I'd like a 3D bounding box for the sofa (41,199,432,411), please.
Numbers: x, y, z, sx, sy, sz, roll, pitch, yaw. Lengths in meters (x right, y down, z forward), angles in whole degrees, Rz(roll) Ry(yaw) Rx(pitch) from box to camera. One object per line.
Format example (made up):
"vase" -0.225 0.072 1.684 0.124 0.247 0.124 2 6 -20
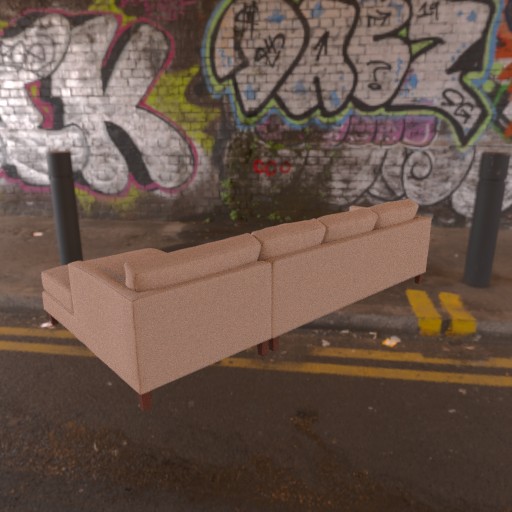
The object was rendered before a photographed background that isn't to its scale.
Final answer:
"sofa" 0.000 0.000 3.948 3.186 0.861 1.625 -15 22 -40
